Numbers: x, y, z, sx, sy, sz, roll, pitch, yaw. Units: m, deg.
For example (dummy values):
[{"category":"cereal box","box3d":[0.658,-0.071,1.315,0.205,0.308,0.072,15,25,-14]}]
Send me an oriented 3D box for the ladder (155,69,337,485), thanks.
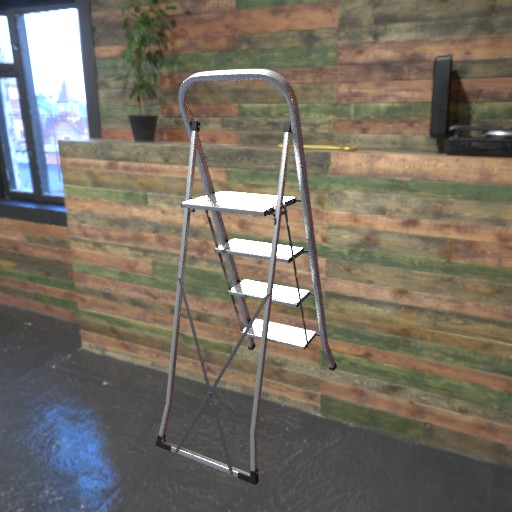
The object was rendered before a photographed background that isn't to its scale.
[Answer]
[{"category":"ladder","box3d":[0.000,0.000,1.698,0.465,1.290,0.830,8,19,25]}]
